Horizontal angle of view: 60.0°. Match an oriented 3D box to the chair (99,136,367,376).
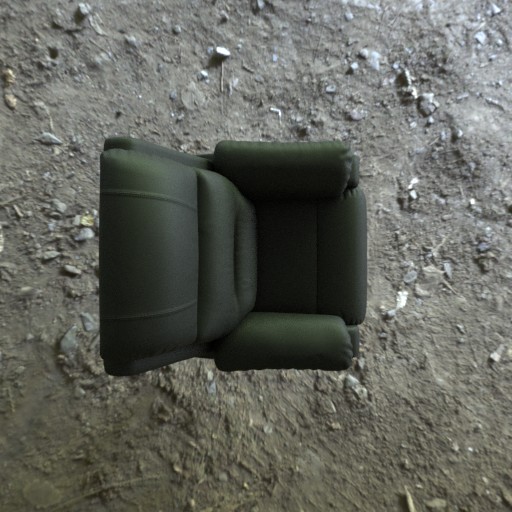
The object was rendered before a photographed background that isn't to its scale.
[{"bbox_3d":[0.000,0.000,1.664,0.919,0.992,0.855,0,90,-2],"label":"chair"}]
